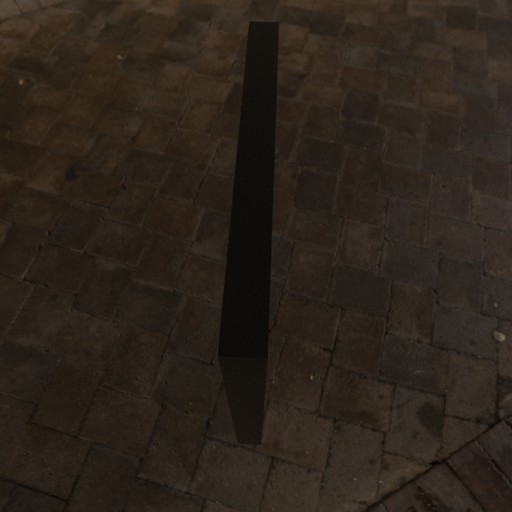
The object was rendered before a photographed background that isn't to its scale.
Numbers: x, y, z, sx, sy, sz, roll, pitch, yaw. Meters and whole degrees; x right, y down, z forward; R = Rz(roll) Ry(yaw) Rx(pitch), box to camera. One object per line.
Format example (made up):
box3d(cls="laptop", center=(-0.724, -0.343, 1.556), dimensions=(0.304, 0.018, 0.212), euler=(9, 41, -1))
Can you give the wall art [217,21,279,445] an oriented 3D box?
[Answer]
box3d(cls="wall art", center=(0.000, 0.000, 0.471), dimensions=(0.029, 0.318, 0.327), euler=(2, 59, 1))
